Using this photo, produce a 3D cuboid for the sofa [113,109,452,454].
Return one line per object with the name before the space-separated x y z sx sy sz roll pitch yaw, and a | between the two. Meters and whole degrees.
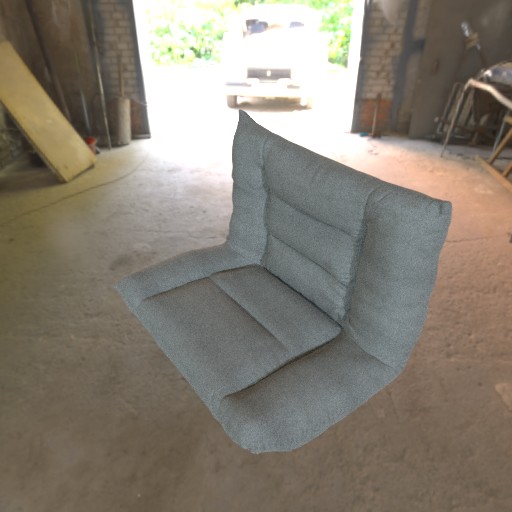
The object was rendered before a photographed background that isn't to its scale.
sofa | 0.000 0.000 1.732 0.847 0.795 1.144 -22 38 -30
